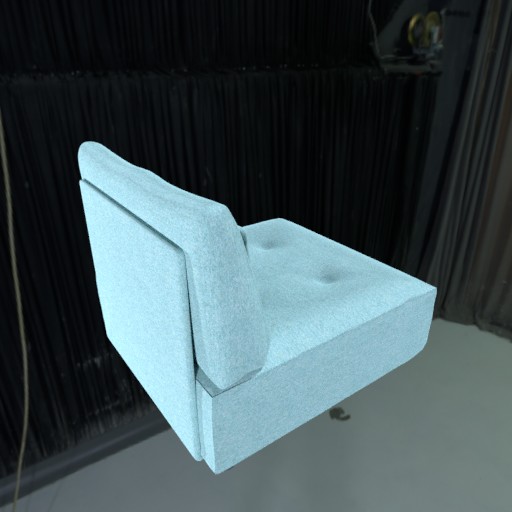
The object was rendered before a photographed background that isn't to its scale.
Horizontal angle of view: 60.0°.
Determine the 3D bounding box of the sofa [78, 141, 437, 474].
[{"bbox_3d":[0.000,0.000,1.680,1.000,0.820,0.930,-17,30,-32],"label":"sofa"}]
